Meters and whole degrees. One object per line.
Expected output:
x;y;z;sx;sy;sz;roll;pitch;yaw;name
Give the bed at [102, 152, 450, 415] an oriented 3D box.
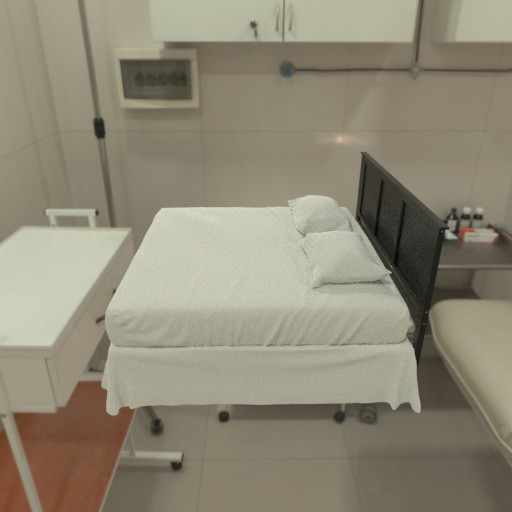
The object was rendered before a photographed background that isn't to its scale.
0.000;0.000;3.681;2.219;1.271;2.315;0;25;-1;bed
